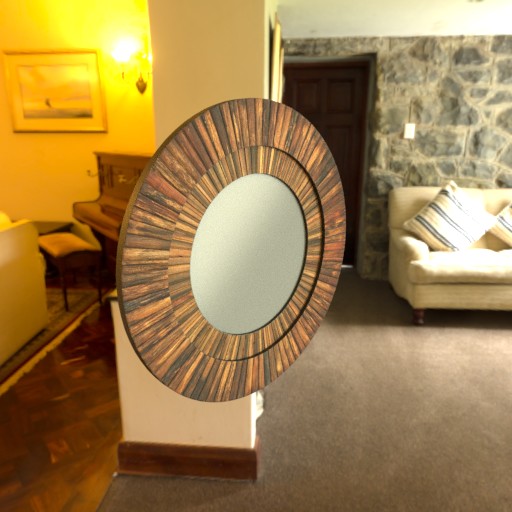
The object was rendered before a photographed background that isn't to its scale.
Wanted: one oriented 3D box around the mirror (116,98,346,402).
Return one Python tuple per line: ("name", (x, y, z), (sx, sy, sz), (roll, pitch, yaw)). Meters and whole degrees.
("mirror", (0.000, 0.000, 1.603), (1.077, 1.077, 0.036), (-14, 21, -43))
